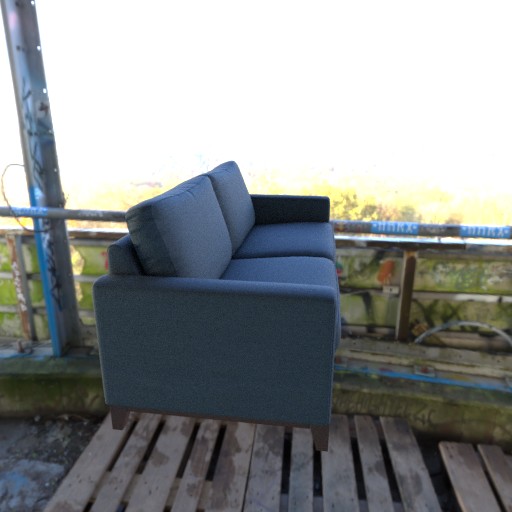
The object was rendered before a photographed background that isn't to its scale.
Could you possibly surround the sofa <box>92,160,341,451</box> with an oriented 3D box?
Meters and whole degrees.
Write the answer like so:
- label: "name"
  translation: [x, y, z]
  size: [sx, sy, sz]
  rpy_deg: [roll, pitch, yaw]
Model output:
- label: "sofa"
  translation: [0.000, 0.000, 2.407]
  size: [0.877, 0.865, 1.900]
  rpy_deg: [3, 18, 8]
